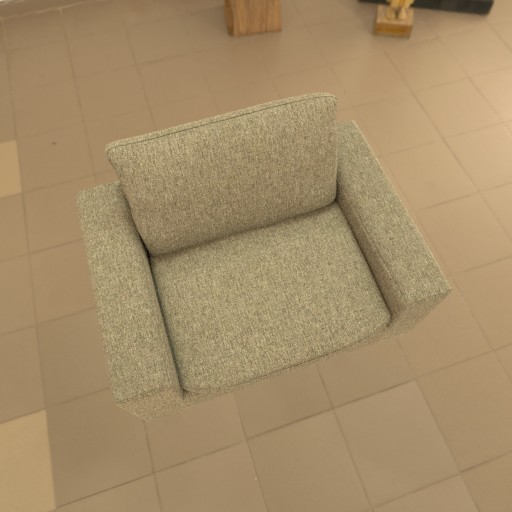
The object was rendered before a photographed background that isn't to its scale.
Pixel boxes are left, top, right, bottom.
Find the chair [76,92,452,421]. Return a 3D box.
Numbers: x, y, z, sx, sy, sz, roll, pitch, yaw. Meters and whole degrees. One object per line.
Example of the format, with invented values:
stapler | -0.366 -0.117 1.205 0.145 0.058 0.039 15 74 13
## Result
chair | 0.000 0.000 1.983 1.398 0.915 1.039 -17 65 -8
